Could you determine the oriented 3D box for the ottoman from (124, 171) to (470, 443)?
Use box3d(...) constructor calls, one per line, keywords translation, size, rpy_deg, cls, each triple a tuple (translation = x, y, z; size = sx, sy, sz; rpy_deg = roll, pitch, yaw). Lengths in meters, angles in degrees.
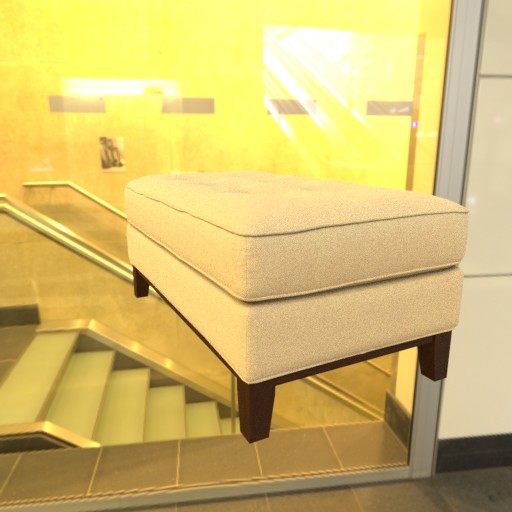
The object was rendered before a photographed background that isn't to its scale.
box3d(translation=(0.000, 0.000, 1.479), size=(0.648, 0.508, 1.143), rpy_deg=(-7, 16, -27), cls="ottoman")
